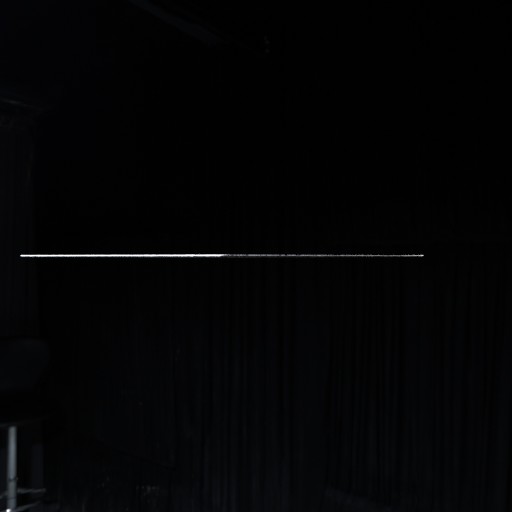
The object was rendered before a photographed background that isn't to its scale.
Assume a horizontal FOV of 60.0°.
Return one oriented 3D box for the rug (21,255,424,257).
[{"bbox_3d":[0.000,0.000,3.035,1.546,0.010,2.442,0,0,37],"label":"rug"}]
